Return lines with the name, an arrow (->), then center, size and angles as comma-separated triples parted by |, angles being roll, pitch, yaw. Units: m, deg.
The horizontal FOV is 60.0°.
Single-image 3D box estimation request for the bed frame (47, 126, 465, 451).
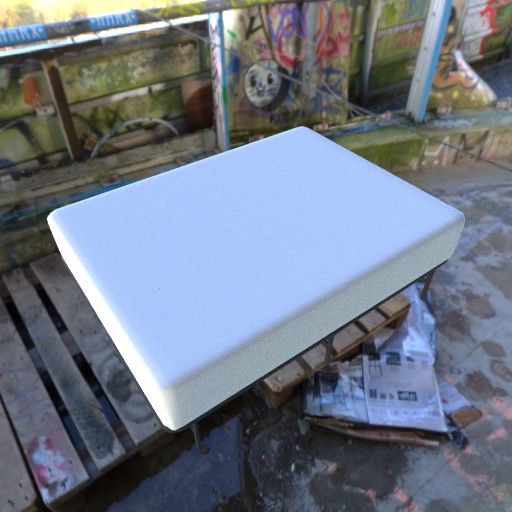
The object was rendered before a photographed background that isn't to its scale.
bed frame -> 0.000, 0.000, 2.841 | 2.037, 0.677, 1.528 | -26, 47, -26
